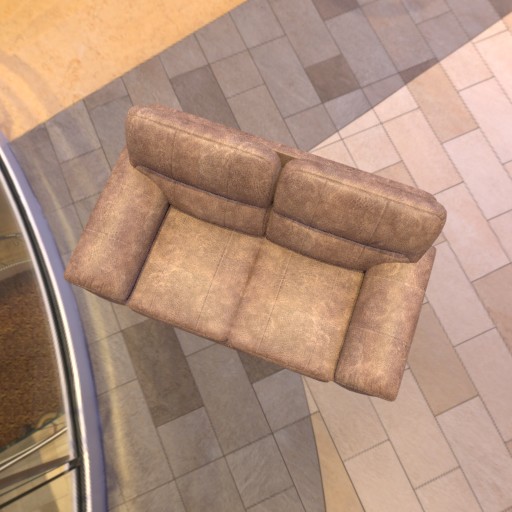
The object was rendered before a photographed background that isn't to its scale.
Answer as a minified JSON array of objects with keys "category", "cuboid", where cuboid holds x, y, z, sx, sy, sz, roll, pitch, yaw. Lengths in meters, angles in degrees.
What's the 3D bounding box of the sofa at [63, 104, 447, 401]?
[{"category":"sofa","cuboid":[0.000,0.000,2.373,1.753,0.991,0.991,19,77,5]}]
